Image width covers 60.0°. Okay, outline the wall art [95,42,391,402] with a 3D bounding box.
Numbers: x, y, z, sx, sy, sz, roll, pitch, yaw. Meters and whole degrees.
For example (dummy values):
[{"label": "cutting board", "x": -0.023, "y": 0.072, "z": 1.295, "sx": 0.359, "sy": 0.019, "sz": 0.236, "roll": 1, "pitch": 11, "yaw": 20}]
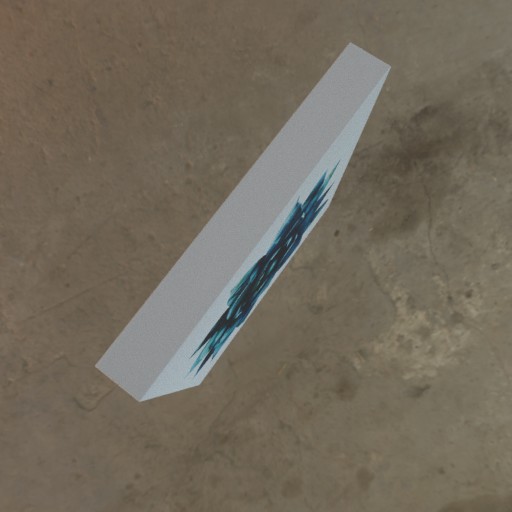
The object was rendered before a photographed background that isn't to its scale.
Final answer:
[{"label": "wall art", "x": 0.000, "y": 0.000, "z": 0.462, "sx": 0.038, "sy": 0.305, "sz": 0.305, "roll": 35, "pitch": 78, "yaw": 8}]
